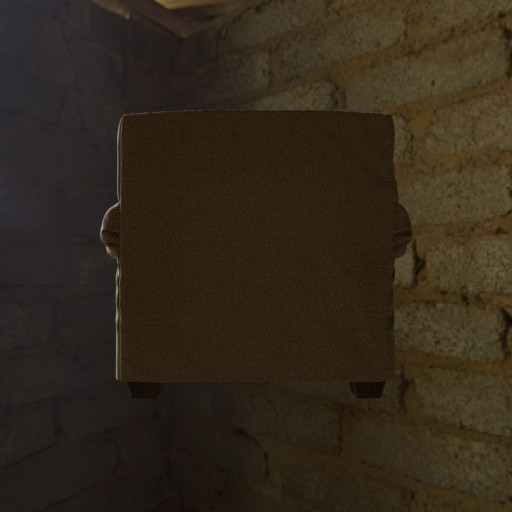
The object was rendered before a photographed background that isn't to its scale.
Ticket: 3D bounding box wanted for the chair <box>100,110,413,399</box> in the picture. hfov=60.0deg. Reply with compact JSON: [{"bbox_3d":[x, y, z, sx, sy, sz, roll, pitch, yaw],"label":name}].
[{"bbox_3d":[0.000,0.000,1.792,0.940,0.866,1.066,0,-1,0],"label":"chair"}]
